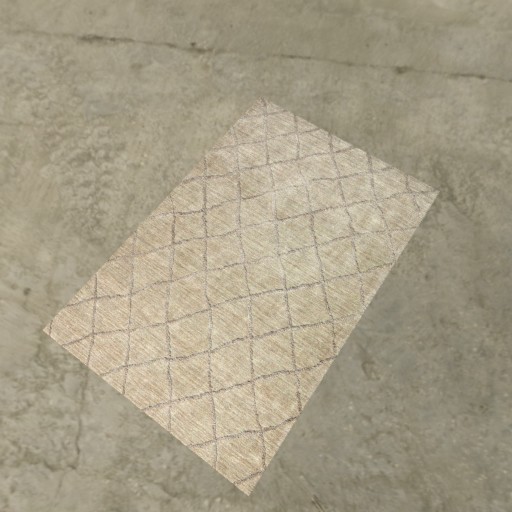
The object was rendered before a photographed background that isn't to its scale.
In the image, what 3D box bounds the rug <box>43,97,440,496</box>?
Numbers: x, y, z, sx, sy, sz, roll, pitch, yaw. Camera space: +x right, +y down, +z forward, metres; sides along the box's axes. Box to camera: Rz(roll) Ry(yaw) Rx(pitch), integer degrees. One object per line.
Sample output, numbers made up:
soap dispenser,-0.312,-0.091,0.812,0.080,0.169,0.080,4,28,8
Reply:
rug,0.000,0.000,2.870,1.521,0.015,2.280,33,69,14
